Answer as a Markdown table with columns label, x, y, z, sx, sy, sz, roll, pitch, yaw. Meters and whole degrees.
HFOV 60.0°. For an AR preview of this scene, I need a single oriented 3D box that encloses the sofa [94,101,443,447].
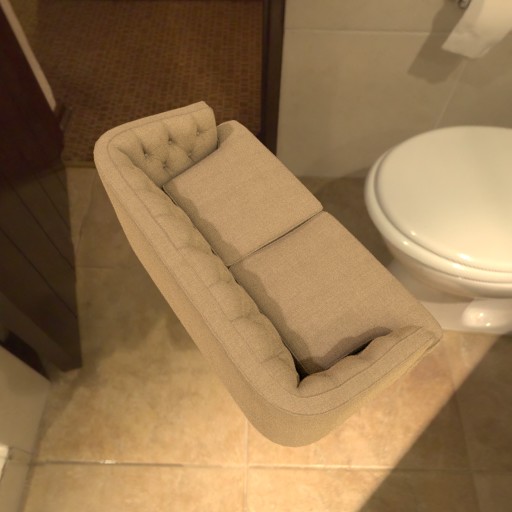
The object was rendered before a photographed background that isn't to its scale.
| label | x | y | z | sx | sy | sz | roll | pitch | yaw |
| --- | --- | --- | --- | --- | --- | --- | --- | --- | --- |
| sofa | 0.000 | 0.000 | 2.255 | 0.941 | 0.855 | 1.733 | -32 | 64 | -17 |
